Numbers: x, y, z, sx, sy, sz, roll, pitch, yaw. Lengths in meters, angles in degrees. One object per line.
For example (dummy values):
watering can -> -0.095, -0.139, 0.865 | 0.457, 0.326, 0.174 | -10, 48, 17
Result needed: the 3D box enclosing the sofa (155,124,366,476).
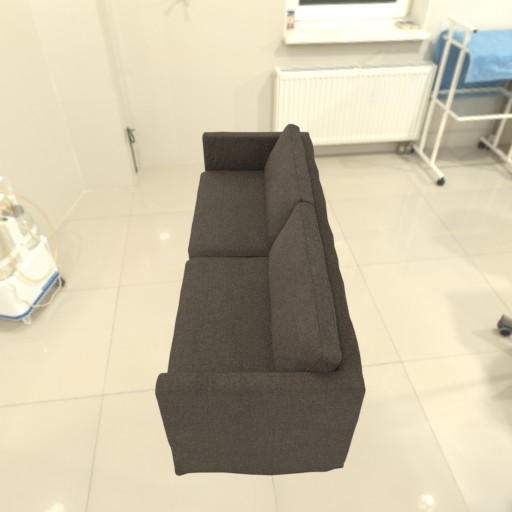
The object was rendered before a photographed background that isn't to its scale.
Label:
sofa -> 0.000, 0.000, 3.314 | 1.036, 0.998, 2.779 | 0, 41, 0
